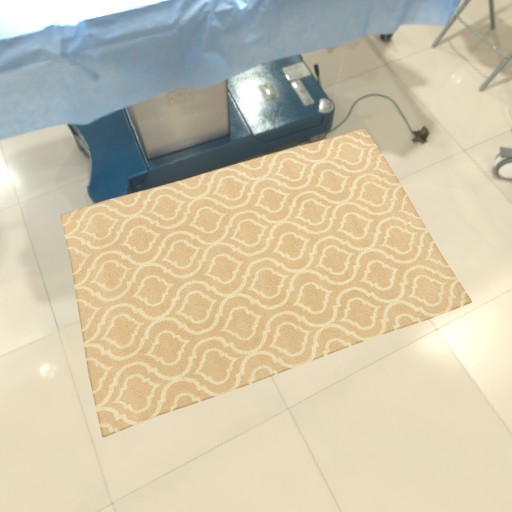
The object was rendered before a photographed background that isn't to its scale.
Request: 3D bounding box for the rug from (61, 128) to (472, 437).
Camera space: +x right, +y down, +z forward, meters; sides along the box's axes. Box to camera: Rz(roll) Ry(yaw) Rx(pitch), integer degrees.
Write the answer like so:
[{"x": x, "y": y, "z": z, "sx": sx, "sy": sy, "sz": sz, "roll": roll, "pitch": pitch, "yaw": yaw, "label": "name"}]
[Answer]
[{"x": 0.000, "y": 0.000, "z": 2.188, "sx": 1.761, "sy": 0.013, "sz": 1.152, "roll": -18, "pitch": 65, "yaw": -9, "label": "rug"}]
